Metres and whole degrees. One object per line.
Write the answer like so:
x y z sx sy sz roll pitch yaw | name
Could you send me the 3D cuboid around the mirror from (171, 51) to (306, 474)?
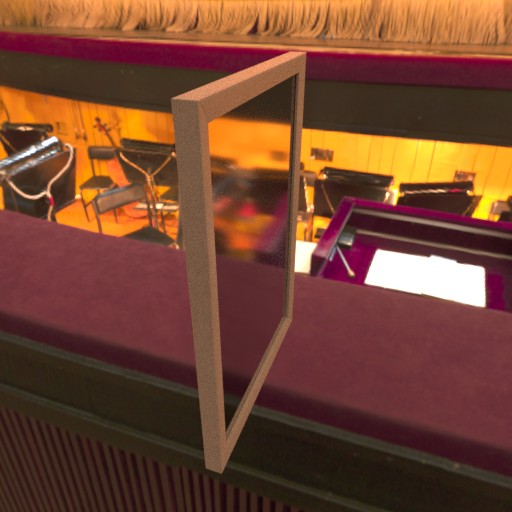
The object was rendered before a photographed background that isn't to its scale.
0.000 0.000 0.904 0.040 0.710 0.507 10 32 17 | mirror
